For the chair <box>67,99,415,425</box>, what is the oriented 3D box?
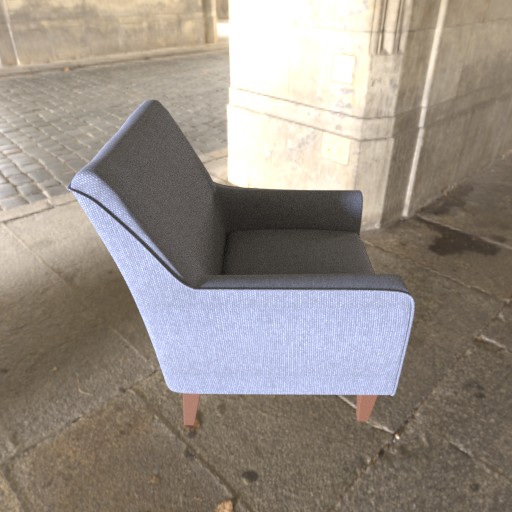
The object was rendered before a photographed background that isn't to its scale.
[{"bbox_3d":[0.000,0.000,1.591,0.899,0.919,0.780,0,32,0],"label":"chair"}]
